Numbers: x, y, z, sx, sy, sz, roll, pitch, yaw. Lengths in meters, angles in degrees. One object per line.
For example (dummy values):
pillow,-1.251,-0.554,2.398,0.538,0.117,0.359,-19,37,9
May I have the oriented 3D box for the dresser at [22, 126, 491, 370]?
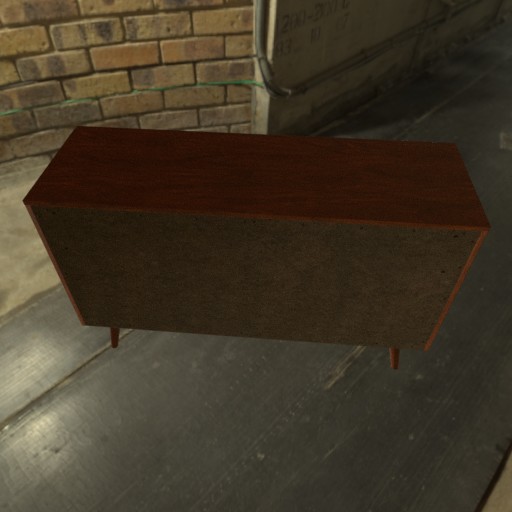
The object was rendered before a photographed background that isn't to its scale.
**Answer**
dresser,0.000,0.000,1.879,1.472,0.889,0.500,4,46,3
